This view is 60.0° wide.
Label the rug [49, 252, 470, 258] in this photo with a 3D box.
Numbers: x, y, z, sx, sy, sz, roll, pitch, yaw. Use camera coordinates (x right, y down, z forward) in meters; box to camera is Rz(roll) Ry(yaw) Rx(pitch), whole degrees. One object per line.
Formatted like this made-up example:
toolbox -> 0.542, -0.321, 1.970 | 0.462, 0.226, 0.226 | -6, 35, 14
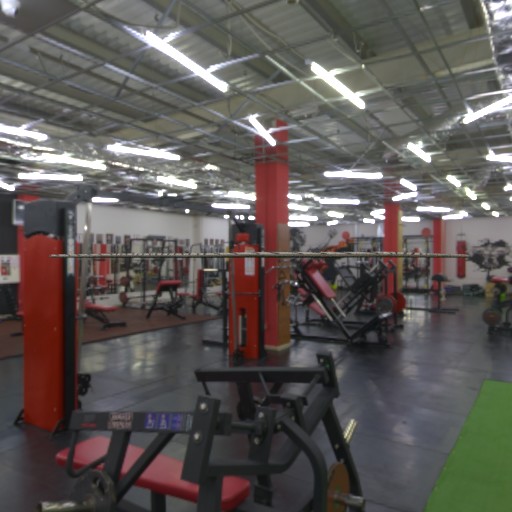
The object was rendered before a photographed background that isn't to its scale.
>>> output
rug -> 0.000, 0.000, 2.326 | 1.842, 0.019, 1.237 | 0, 0, 36
